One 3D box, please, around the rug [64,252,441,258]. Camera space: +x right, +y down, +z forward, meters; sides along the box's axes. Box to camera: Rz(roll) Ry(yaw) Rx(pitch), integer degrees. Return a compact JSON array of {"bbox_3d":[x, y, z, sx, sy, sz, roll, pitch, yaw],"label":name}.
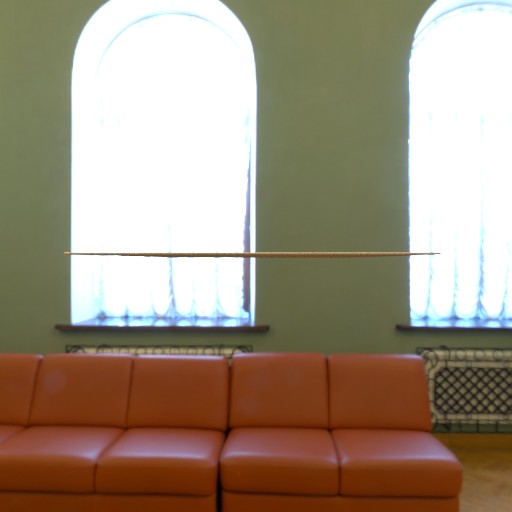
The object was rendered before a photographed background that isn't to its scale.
[{"bbox_3d":[0.000,0.000,2.355,1.236,0.009,1.839,0,-1,1],"label":"rug"}]
